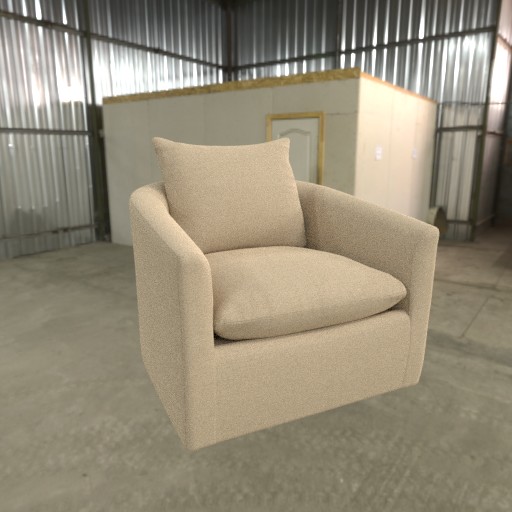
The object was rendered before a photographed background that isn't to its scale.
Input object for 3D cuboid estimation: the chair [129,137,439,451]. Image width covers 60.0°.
[{"bbox_3d":[0.000,0.000,1.615,0.845,0.848,0.910,-6,15,-25],"label":"chair"}]
